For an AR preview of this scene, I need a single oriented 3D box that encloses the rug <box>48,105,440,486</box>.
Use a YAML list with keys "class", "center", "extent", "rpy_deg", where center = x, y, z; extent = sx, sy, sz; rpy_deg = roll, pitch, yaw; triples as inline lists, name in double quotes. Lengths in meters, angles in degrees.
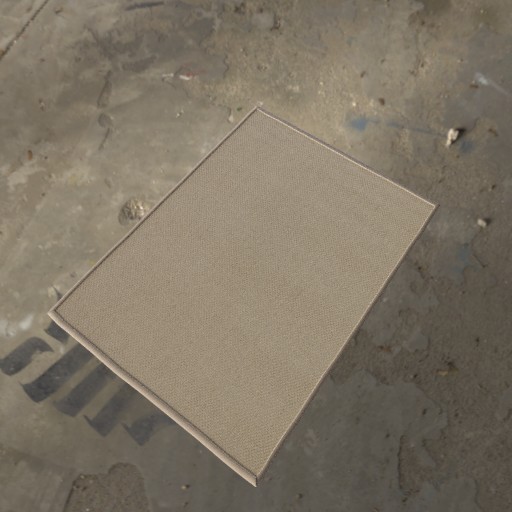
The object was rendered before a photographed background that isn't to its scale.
- class: "rug"
  center: [0.000, 0.000, 2.763]
  extent: [1.525, 0.020, 2.081]
  rpy_deg: [33, 67, 16]
